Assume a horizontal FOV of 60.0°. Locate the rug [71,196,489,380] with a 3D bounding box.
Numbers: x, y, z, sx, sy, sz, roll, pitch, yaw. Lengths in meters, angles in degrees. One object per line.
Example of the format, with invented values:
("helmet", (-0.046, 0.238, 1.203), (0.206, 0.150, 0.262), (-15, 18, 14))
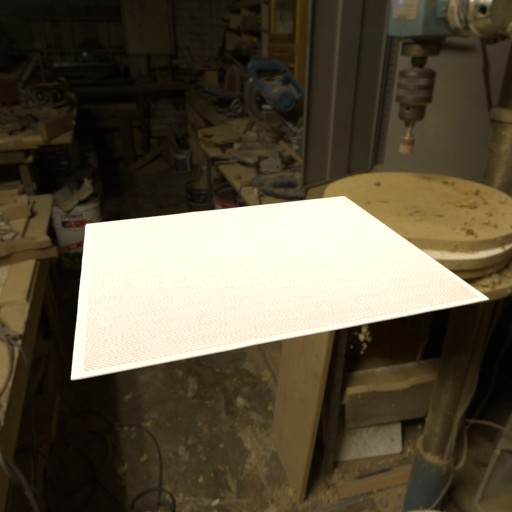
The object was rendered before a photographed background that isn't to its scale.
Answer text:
("rug", (0.000, 0.000, 4.021), (3.009, 0.019, 2.423), (-8, 28, -15))
